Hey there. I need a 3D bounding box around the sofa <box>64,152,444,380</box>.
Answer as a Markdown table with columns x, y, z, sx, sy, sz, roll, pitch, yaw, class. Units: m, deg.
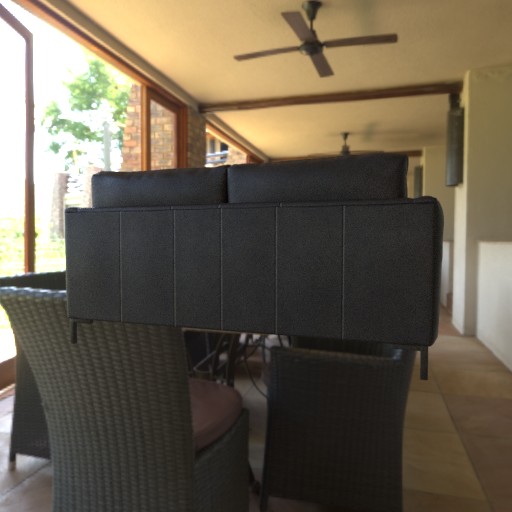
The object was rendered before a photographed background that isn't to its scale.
| x | y | z | sx | sy | sz | roll | pitch | yaw | class |
| --- | --- | --- | --- | --- | --- | --- | --- | --- | --- |
| 0.000 | 0.000 | 2.346 | 1.805 | 0.883 | 0.947 | 1 | 2 | 18 | sofa |
